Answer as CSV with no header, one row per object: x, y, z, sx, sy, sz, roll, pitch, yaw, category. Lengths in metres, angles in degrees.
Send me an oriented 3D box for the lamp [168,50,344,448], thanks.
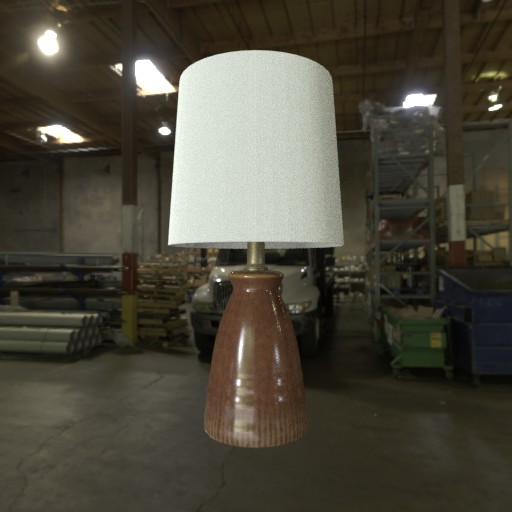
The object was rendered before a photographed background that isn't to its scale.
0.000,0.000,0.479,0.186,0.369,0.186,0,-1,0,lamp
